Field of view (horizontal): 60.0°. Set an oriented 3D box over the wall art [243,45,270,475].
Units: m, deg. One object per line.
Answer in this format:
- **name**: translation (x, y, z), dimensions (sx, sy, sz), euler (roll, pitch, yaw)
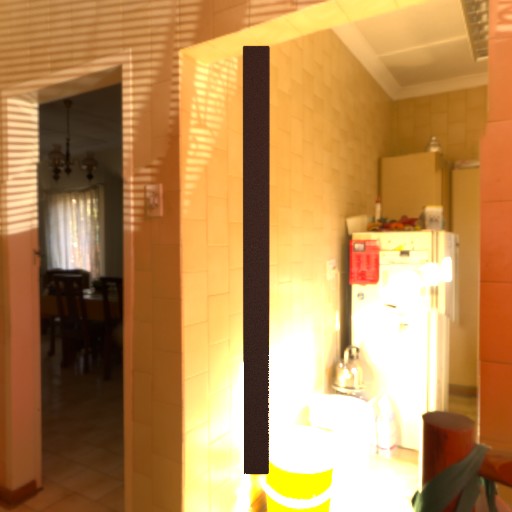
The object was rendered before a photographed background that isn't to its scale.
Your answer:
- **wall art**: translation (0.000, 0.000, 0.751), dimensions (0.029, 0.458, 0.559), euler (0, 2, 0)
